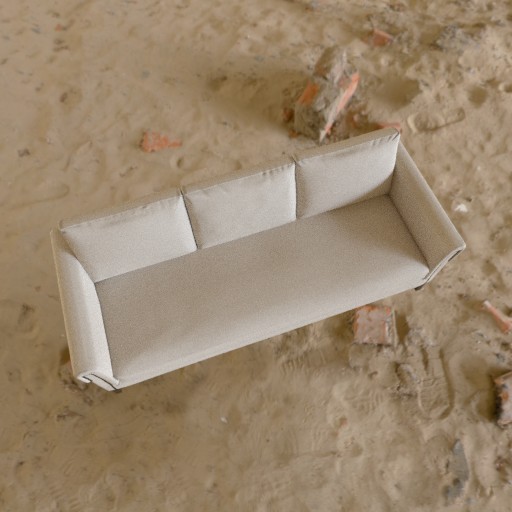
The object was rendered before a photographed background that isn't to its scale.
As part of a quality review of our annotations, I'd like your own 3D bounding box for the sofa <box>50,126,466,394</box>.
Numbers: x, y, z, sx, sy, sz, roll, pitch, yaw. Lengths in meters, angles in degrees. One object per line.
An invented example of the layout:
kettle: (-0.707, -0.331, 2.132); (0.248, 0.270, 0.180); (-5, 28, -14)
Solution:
sofa: (0.000, 0.000, 2.682); (2.198, 0.911, 0.902); (-17, 65, -8)
